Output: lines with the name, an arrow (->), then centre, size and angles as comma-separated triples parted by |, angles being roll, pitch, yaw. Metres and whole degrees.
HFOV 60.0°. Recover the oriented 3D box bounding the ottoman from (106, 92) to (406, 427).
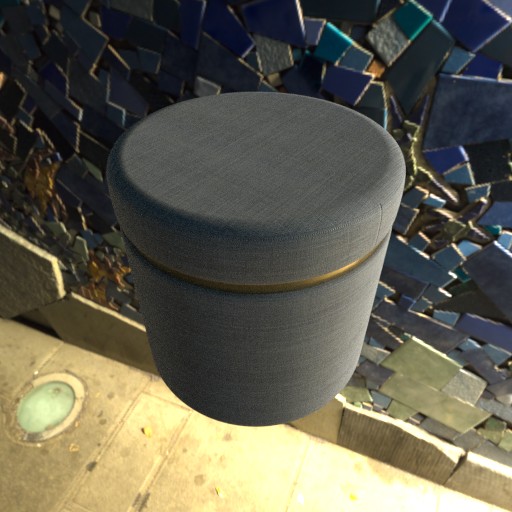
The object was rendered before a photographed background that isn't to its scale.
ottoman -> 0.000, 0.000, 0.729 | 0.400, 0.406, 0.400 | 0, 41, 0
